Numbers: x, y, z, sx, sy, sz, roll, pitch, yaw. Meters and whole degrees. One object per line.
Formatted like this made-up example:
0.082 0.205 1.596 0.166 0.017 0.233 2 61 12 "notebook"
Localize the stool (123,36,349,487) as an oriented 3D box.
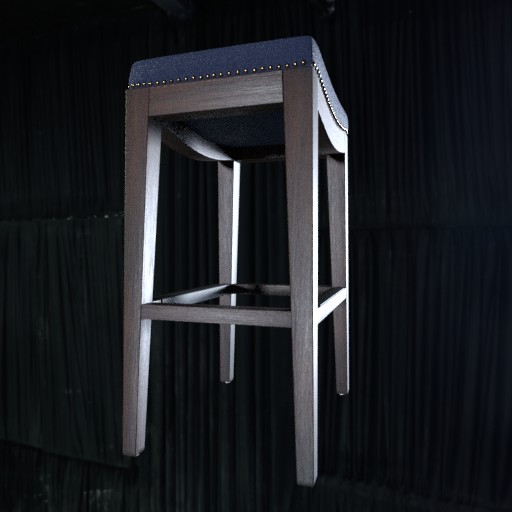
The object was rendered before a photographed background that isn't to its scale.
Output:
0.000 0.000 0.994 0.358 0.740 0.498 0 1 18 "stool"
